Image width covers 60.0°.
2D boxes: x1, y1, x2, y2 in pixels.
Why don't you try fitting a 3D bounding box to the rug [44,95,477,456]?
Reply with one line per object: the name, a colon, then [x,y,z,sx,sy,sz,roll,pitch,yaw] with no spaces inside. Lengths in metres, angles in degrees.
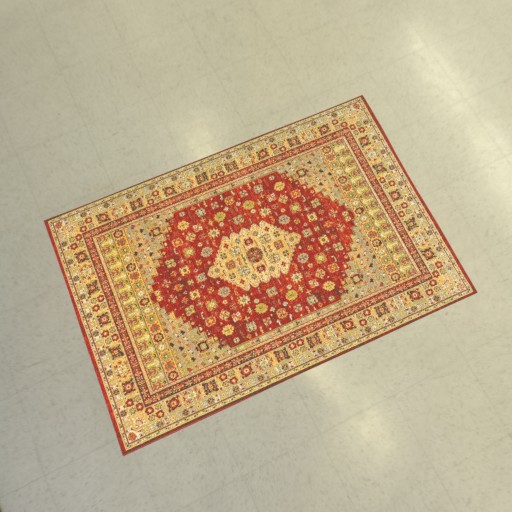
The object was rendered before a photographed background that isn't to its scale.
rug: [0.000,0.000,2.178,1.802,0.013,1.194,-23,76,-6]
